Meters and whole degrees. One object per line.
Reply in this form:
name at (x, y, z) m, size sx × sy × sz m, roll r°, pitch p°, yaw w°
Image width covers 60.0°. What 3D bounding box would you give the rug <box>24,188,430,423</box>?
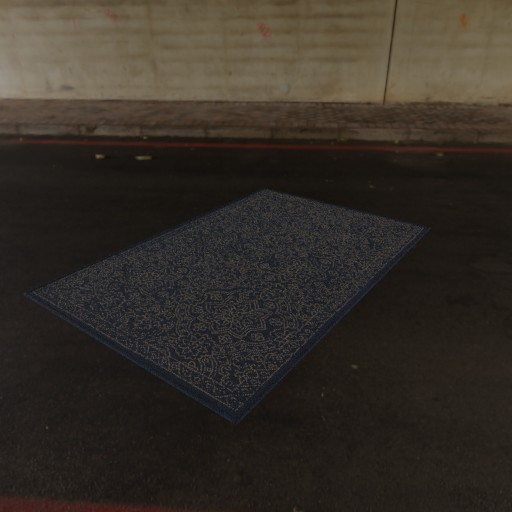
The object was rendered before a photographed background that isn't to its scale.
rug at (0.000, 0.000, 2.295) m, size 1.219 × 0.010 × 1.829 m, roll 19°, pitch 33°, yaw 32°
